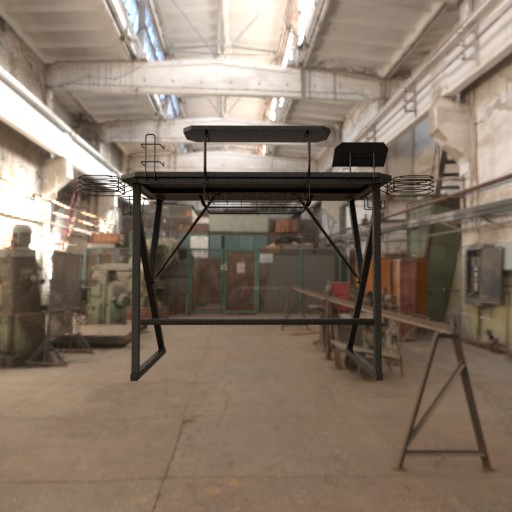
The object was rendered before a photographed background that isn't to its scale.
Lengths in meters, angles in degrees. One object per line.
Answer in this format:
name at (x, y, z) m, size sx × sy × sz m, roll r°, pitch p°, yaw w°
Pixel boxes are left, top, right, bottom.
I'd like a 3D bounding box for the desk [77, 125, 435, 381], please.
desk at (0.000, 0.000, 1.778) m, size 1.290 × 0.880 × 0.580 m, roll 0°, pitch -2°, yaw -1°
